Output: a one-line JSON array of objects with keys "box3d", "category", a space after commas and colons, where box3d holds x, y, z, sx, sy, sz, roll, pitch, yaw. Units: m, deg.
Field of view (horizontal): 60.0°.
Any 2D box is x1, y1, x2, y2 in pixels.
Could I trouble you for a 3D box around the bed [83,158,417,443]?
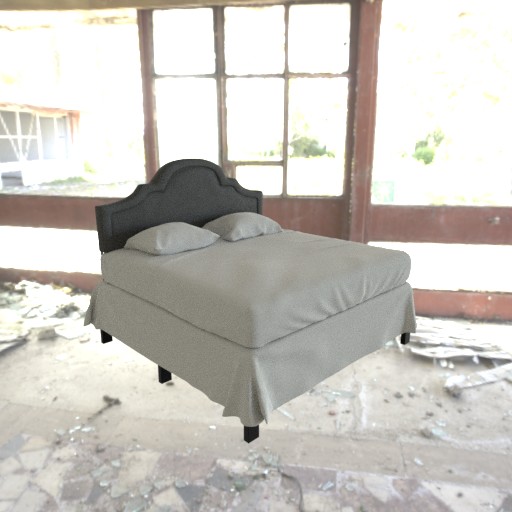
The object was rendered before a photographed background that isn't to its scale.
[{"box3d": [0.000, 0.000, 3.889, 2.303, 1.631, 2.222, -14, 20, -43], "category": "bed"}]
